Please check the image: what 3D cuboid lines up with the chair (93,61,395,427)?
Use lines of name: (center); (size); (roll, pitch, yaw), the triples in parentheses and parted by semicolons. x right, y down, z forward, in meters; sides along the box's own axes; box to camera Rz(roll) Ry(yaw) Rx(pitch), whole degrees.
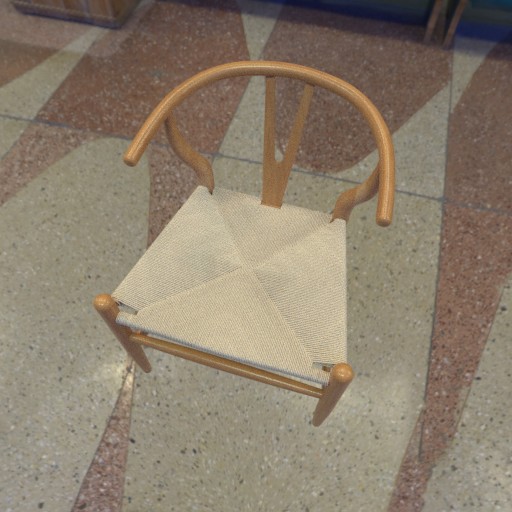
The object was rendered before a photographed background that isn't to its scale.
chair: (0.000, 0.000, 1.136); (0.569, 0.730, 0.579); (15, 59, 9)
